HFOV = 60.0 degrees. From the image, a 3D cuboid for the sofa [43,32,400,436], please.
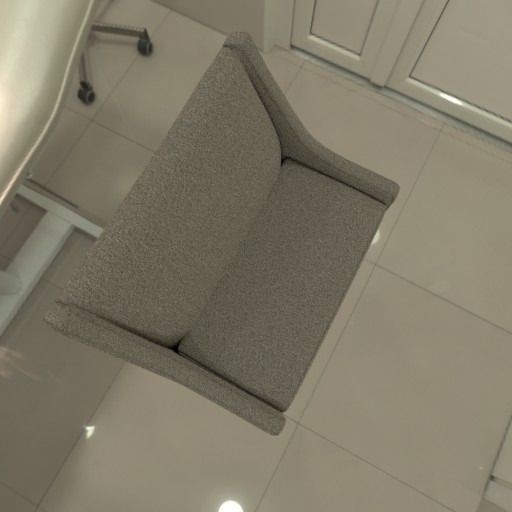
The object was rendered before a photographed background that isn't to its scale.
[{"bbox_3d":[0.000,0.000,1.910,0.862,1.026,1.242,28,77,7],"label":"sofa"}]
